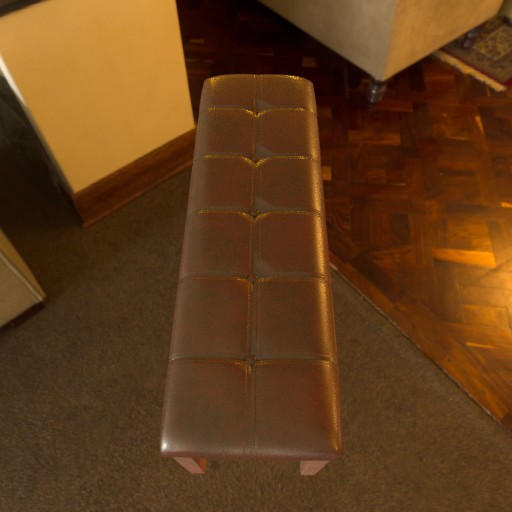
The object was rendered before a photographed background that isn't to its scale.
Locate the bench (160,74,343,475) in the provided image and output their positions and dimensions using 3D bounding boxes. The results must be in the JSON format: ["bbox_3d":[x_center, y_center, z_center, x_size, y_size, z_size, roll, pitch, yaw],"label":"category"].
[{"bbox_3d":[0.000,0.000,1.436,0.401,0.491,1.259,1,58,0],"label":"bench"}]
